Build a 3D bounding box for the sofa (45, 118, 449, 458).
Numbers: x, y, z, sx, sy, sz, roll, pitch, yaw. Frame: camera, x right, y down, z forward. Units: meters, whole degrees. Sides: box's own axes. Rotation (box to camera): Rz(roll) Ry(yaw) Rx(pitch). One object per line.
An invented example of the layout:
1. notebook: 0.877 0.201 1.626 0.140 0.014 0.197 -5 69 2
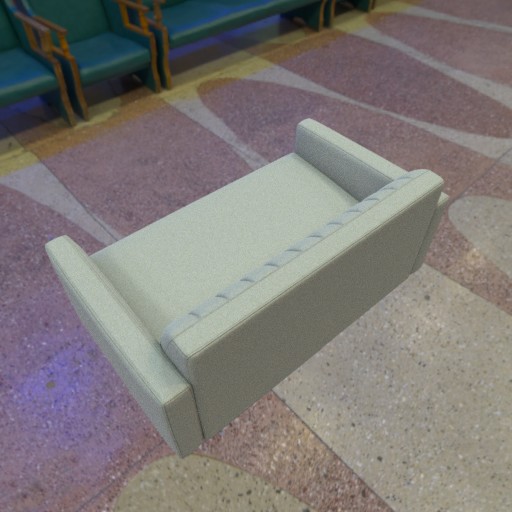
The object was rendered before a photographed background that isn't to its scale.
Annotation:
1. sofa: 0.000 0.000 2.126 1.585 0.801 0.950 -32 55 -26
